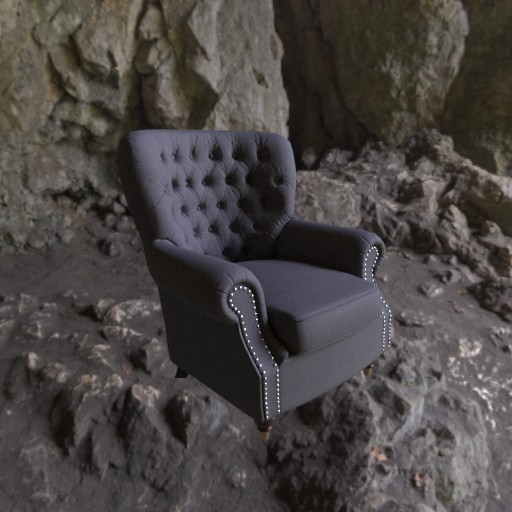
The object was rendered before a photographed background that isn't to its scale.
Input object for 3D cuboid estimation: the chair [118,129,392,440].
[{"bbox_3d":[0.000,0.000,1.890,0.983,1.046,0.983,-14,20,-41],"label":"chair"}]
